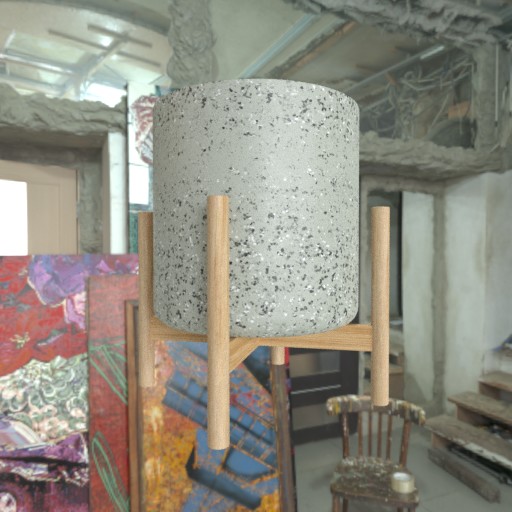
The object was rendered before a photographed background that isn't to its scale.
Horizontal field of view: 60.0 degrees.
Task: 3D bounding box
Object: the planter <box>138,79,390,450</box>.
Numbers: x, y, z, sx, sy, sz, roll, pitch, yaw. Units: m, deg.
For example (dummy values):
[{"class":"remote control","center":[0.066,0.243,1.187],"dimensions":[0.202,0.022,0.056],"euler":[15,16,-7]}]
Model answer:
[{"class":"planter","center":[0.000,0.000,0.671],"dimensions":[0.360,0.419,0.360],"euler":[1,1,36]}]
